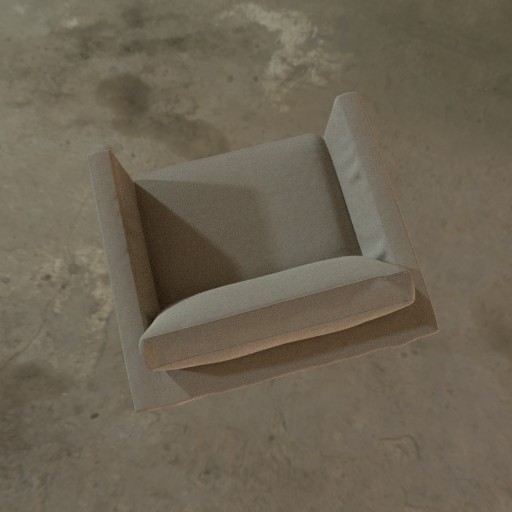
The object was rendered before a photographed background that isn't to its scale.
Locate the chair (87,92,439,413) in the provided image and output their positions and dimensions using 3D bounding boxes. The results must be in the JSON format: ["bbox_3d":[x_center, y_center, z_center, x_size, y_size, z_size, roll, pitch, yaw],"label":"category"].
[{"bbox_3d":[0.000,0.000,1.774,1.057,0.863,0.949,-14,77,-3],"label":"chair"}]
